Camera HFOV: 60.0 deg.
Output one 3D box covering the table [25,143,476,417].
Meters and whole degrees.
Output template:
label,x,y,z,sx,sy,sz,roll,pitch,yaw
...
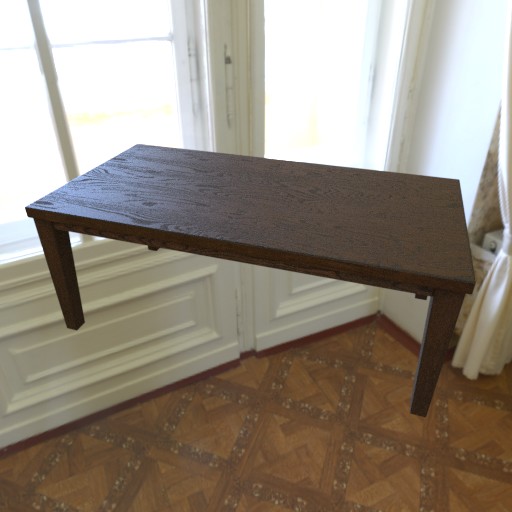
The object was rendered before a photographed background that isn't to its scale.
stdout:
label,x,y,z,sx,sy,sz,roll,pitch,yaw
table,0.000,0.000,2.447,1.981,0.762,1.016,10,33,15
